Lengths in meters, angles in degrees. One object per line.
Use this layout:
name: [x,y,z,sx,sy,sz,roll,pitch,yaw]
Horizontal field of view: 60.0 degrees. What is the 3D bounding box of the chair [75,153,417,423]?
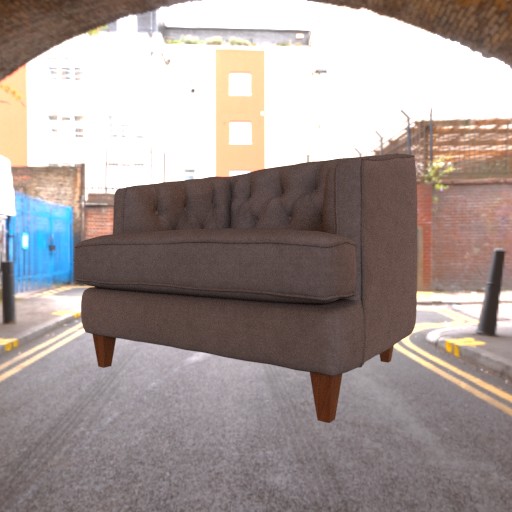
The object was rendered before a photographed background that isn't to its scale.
chair: [0.000,0.000,1.728,1.104,0.852,0.941,0,1,35]
